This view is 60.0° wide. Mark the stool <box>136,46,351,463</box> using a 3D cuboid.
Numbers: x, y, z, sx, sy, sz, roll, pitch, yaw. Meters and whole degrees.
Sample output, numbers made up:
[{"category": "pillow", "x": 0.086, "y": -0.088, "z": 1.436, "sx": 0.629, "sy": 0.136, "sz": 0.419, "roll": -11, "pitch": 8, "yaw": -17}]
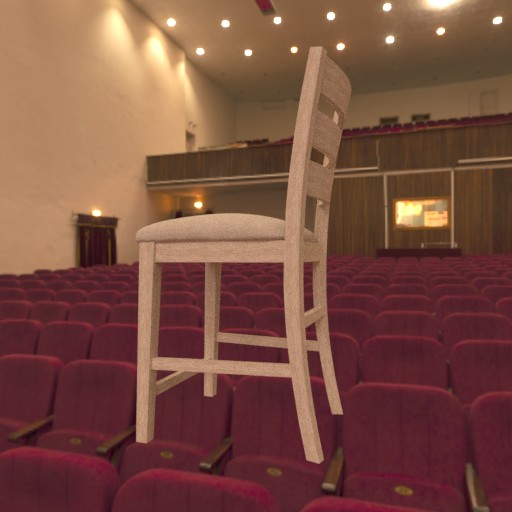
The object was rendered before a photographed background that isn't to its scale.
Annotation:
[{"category": "stool", "x": 0.000, "y": 0.000, "z": 1.359, "sx": 0.569, "sy": 1.032, "sz": 0.484, "roll": 0, "pitch": 0, "yaw": 19}]
